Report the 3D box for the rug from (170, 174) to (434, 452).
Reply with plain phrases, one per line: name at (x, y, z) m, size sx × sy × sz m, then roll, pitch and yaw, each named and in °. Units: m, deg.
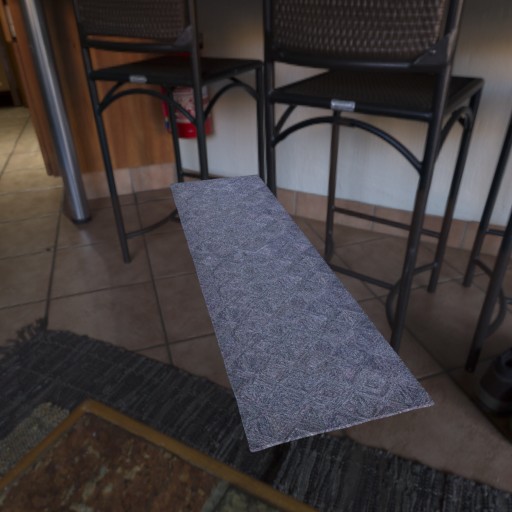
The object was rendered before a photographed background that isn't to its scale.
rug at (0.000, 0.000, 2.450) m, size 0.691 × 0.011 × 2.296 m, roll -9°, pitch 33°, yaw -13°
